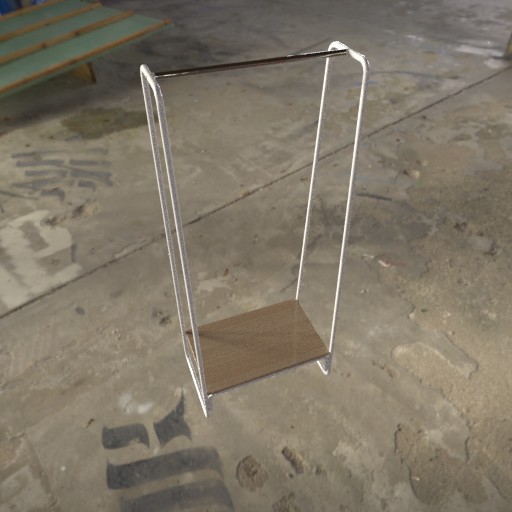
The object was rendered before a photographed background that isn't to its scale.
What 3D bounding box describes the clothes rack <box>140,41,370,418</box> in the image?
[{"bbox_3d":[0.000,0.000,1.774,0.640,1.500,0.400,-14,43,-16],"label":"clothes rack"}]
